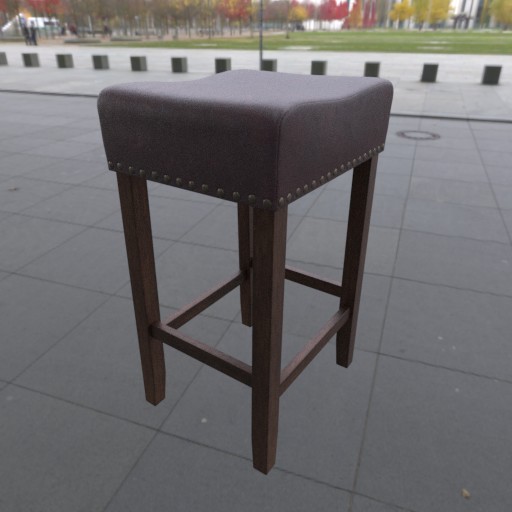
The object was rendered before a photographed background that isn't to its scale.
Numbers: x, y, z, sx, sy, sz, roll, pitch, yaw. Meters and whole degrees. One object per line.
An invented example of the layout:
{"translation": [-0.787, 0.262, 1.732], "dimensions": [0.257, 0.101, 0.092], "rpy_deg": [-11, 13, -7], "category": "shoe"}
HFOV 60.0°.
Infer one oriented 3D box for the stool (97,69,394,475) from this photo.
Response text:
{"translation": [0.000, 0.000, 1.037], "dimensions": [0.401, 0.769, 0.465], "rpy_deg": [18, 32, 31], "category": "stool"}
